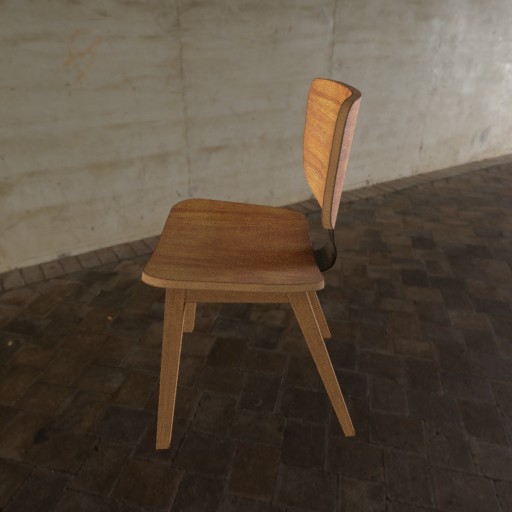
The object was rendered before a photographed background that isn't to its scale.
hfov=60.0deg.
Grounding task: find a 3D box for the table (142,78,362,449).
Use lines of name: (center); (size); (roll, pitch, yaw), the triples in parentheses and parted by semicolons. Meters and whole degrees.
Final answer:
table: (0.000, 0.000, 1.120); (0.500, 0.805, 0.499); (0, 27, 0)
